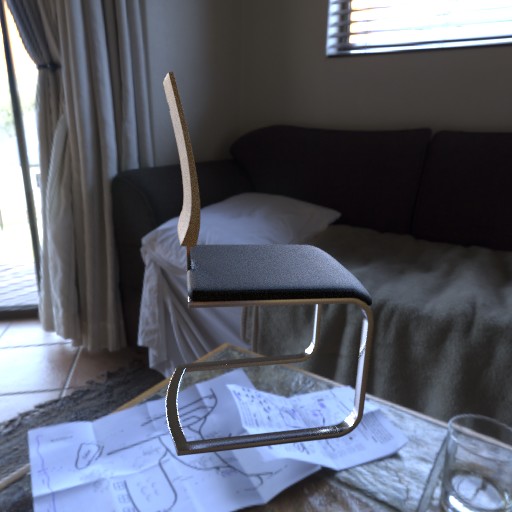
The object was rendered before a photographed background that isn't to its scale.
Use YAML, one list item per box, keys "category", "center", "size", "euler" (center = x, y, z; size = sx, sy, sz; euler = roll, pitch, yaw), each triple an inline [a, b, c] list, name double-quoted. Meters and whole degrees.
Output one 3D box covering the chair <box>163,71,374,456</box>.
- category: "chair"
  center: [0.000, 0.000, 1.272]
  size: [0.560, 0.936, 0.462]
  euler: [-3, 17, -9]
